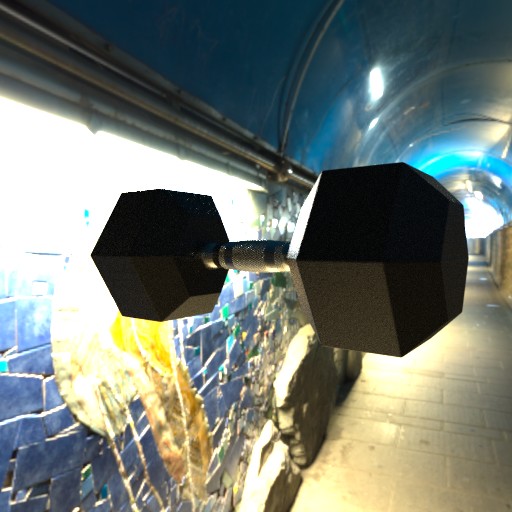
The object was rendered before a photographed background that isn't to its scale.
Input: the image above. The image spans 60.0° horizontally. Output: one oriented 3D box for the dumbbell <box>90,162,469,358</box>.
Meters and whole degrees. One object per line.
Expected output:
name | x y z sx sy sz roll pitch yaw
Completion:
dumbbell | 0.000 0.000 0.429 0.361 0.137 0.157 1 2 36
